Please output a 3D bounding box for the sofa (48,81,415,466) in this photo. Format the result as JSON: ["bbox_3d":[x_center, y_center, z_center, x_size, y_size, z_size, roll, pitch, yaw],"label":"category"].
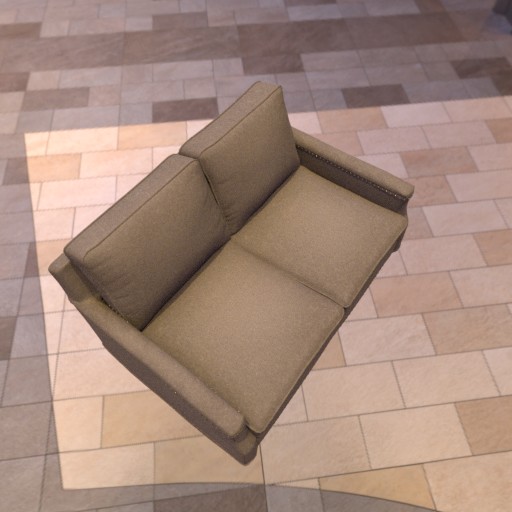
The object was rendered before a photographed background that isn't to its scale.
[{"bbox_3d":[0.000,0.000,2.289,1.084,1.003,1.597,32,63,19],"label":"sofa"}]
